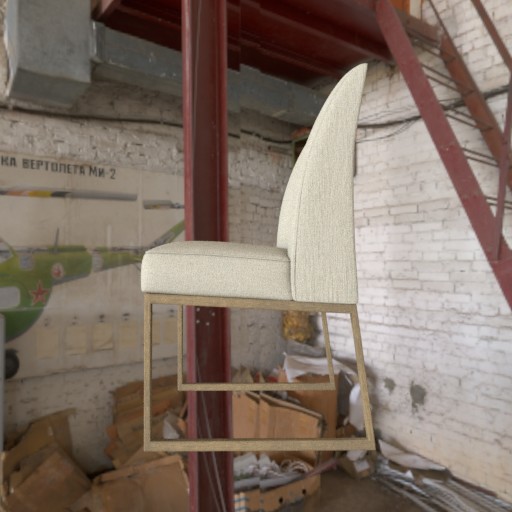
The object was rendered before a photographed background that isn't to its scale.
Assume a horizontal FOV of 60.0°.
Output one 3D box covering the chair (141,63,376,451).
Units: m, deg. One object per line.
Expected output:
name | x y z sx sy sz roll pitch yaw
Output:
chair | 0.000 0.000 1.215 0.522 0.863 0.508 0 -1 -1
